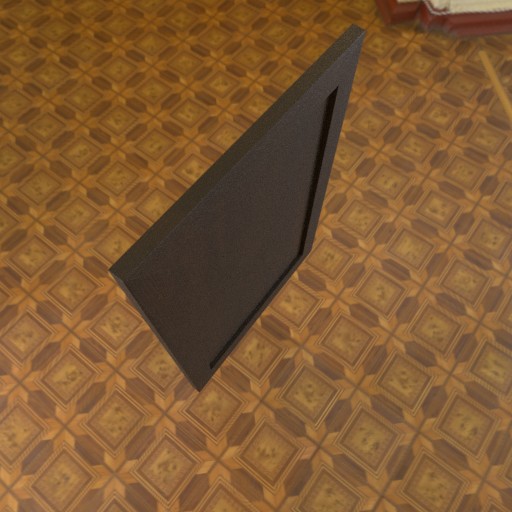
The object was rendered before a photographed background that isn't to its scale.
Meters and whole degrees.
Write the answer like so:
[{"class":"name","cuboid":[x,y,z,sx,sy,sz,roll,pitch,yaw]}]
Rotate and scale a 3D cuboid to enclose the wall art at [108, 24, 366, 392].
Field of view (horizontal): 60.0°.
[{"class":"wall art","cuboid":[0.000,0.000,0.633,0.017,0.513,0.359,34,69,15]}]
